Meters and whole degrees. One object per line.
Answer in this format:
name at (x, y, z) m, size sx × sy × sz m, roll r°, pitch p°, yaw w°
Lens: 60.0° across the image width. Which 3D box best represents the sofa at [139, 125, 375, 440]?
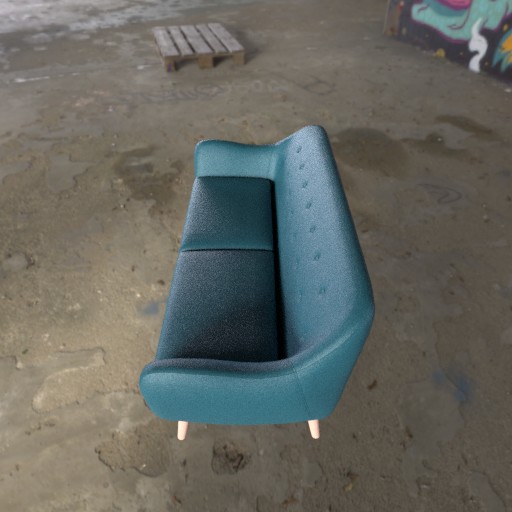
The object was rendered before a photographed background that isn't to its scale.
sofa at (0.000, 0.000, 2.289) m, size 0.820 × 0.836 × 1.840 m, roll 0°, pitch 39°, yaw 0°
